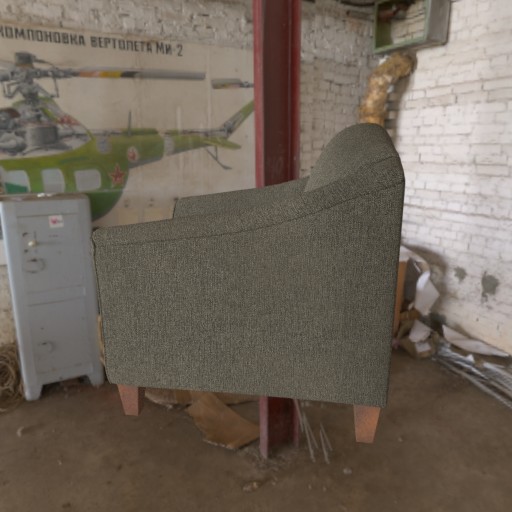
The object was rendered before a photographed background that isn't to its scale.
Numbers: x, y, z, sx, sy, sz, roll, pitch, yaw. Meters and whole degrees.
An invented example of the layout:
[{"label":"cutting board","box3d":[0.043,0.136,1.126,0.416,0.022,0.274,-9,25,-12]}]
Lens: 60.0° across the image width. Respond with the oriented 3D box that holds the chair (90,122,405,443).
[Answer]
[{"label":"chair","box3d":[0.000,0.000,1.461,0.787,0.839,0.763,2,14,8]}]
